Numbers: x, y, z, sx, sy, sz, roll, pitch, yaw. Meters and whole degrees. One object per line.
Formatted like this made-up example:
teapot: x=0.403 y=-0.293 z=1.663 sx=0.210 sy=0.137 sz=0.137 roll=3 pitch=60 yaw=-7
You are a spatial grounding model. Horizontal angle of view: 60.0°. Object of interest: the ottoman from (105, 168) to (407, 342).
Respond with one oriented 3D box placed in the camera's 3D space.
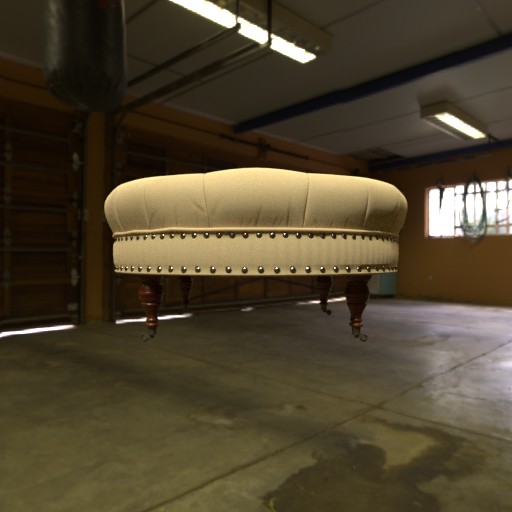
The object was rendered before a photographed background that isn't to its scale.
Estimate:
ottoman: x=0.000 y=0.000 z=1.390 sx=0.901 sy=0.439 sz=0.901 roll=0 pitch=0 yaw=0
